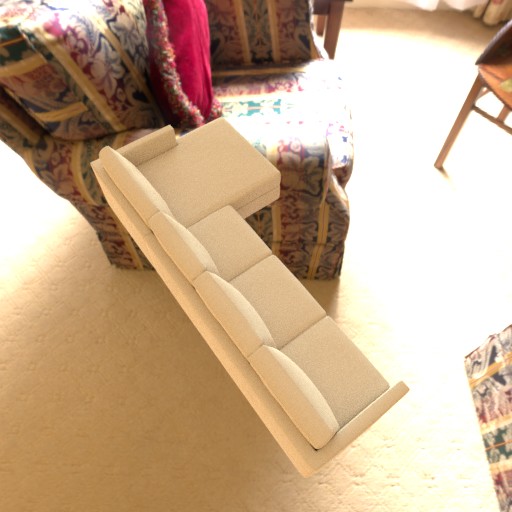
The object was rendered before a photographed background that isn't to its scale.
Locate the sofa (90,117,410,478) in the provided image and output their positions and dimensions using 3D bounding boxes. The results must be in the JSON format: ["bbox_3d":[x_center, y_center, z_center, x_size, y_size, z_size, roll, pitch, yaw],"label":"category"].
[{"bbox_3d":[0.000,0.000,4.144,1.599,0.954,3.471,-32,64,-18],"label":"sofa"}]
